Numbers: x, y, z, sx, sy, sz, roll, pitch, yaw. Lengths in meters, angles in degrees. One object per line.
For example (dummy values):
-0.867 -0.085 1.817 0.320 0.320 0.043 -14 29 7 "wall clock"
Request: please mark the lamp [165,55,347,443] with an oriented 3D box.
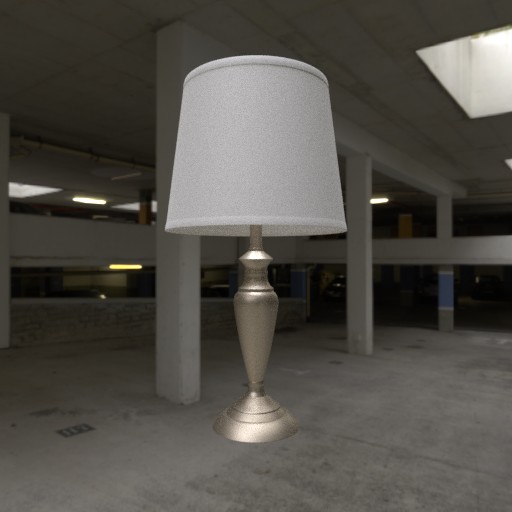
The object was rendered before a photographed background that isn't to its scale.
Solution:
0.000 0.000 0.814 0.328 0.619 0.328 0 0 0 "lamp"
